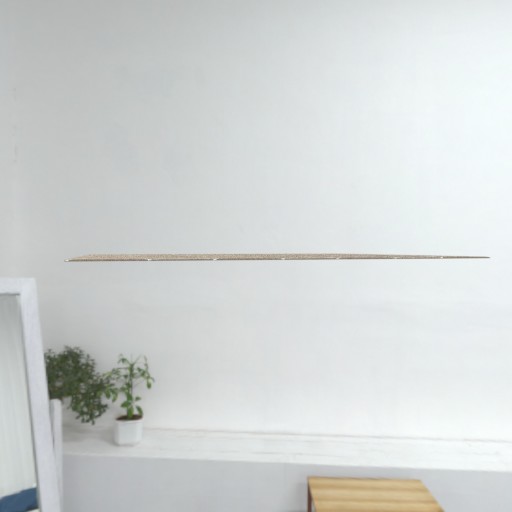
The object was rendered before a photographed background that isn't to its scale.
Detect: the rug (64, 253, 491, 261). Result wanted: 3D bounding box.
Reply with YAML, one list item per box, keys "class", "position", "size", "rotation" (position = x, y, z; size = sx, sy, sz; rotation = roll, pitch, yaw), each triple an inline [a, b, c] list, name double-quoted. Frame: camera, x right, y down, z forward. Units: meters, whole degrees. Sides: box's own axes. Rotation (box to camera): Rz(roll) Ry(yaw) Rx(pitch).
- class: "rug"
  position: [0.000, 0.000, 4.155]
  size: [3.062, 0.012, 2.457]
  rotation: [0, 1, -17]
